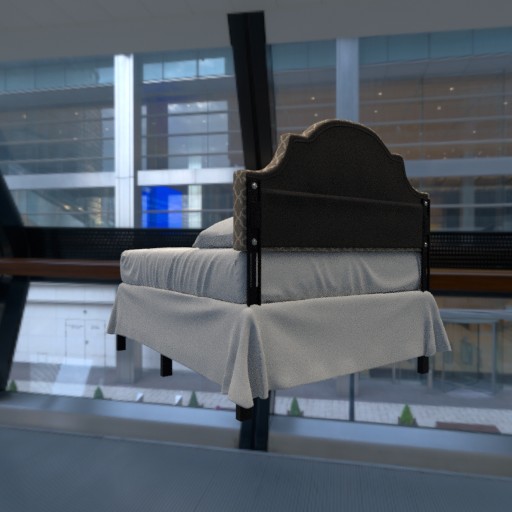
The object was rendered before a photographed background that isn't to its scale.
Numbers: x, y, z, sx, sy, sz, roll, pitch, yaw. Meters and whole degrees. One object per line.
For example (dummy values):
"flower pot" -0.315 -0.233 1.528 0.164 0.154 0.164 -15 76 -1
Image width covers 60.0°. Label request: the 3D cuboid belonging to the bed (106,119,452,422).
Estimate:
"bed" 0.000 0.000 3.443 1.780 1.633 2.222 0 1 -35
